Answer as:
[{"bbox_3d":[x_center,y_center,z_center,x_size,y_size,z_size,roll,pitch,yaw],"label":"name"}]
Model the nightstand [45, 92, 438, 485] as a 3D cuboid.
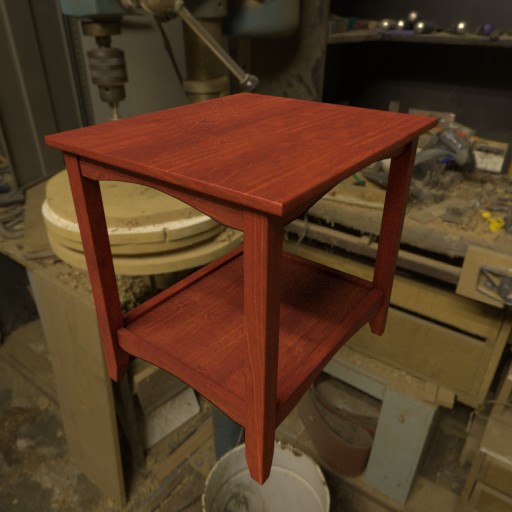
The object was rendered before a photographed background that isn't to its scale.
[{"bbox_3d":[0.000,0.000,0.967,0.501,0.558,0.558,21,35,32],"label":"nightstand"}]
